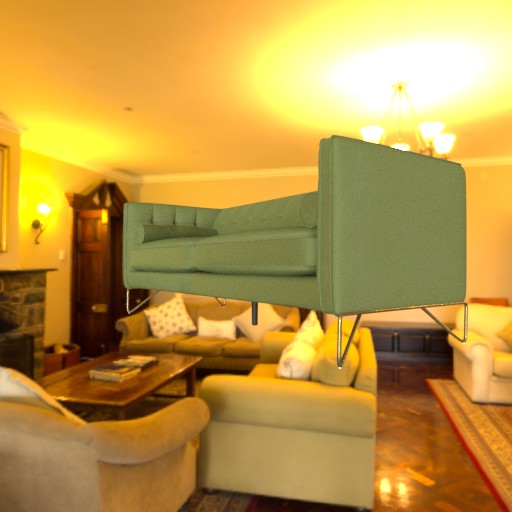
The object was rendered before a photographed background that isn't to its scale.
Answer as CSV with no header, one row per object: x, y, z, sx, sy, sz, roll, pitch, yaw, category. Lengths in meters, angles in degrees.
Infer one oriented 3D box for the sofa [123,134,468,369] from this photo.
0.000,0.000,2.530,0.867,0.789,2.087,1,-1,-35,sofa
